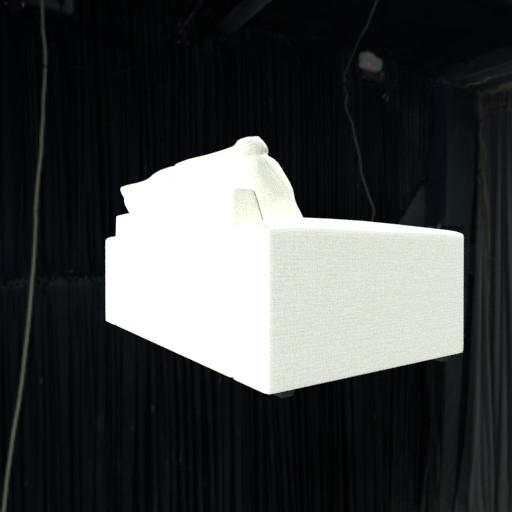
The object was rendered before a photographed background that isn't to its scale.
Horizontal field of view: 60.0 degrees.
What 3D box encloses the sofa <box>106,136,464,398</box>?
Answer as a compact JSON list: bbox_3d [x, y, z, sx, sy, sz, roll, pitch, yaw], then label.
[{"bbox_3d":[0.000,0.000,2.337,1.091,0.875,1.754,0,0,-34],"label":"sofa"}]
